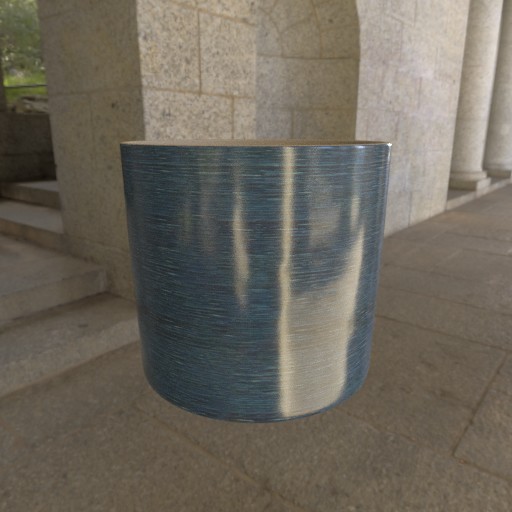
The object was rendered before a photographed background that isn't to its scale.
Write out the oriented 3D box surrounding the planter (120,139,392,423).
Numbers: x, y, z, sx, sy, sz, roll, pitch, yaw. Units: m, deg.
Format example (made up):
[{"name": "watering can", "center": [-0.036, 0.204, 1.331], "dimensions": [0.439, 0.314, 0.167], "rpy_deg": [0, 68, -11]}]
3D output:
[{"name": "planter", "center": [0.000, 0.000, 0.402], "dimensions": [0.221, 0.201, 0.221], "rpy_deg": [0, 16, 0]}]
